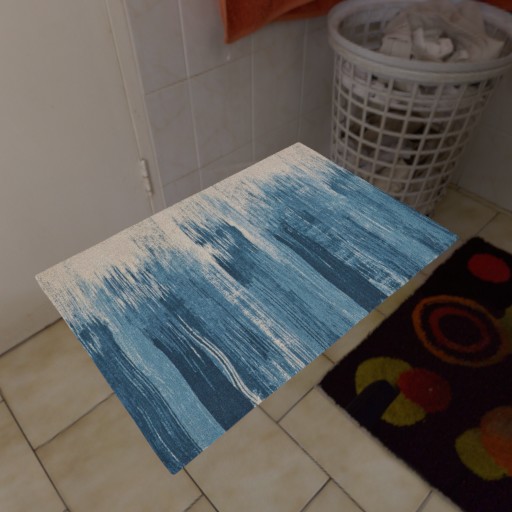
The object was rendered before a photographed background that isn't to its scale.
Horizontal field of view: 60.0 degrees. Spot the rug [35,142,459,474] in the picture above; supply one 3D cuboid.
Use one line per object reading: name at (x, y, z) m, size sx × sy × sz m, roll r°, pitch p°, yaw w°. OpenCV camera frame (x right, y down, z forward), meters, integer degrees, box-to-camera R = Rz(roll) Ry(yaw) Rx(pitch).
rug at (0.000, 0.000, 2.276) m, size 1.836 × 0.009 × 1.232 m, roll -32°, pitch 55°, yaw -27°
